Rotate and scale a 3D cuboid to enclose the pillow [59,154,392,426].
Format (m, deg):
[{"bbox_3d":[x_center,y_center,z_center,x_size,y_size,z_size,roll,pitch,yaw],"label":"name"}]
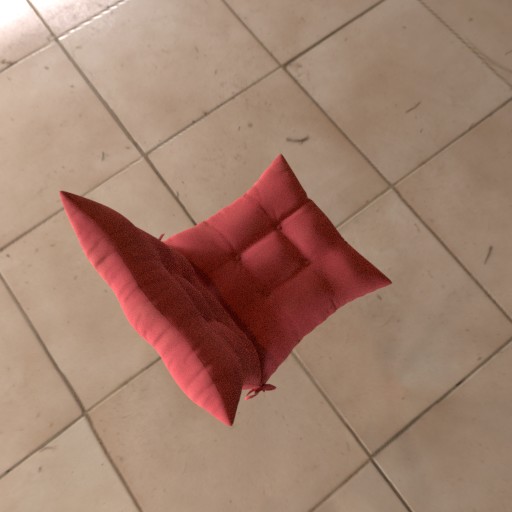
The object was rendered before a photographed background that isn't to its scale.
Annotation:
[{"bbox_3d":[0.000,0.000,1.032,0.585,0.536,0.541,-37,78,-9],"label":"pillow"}]
